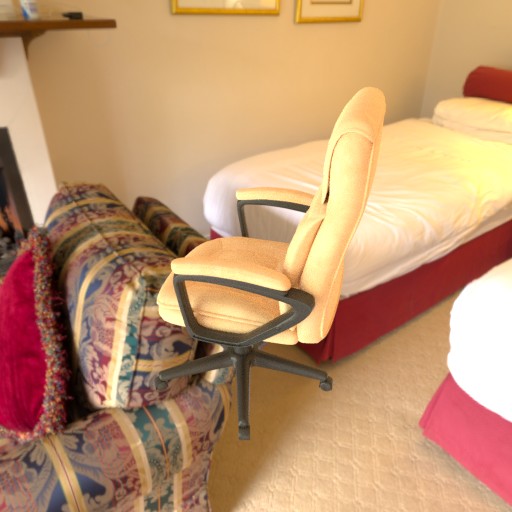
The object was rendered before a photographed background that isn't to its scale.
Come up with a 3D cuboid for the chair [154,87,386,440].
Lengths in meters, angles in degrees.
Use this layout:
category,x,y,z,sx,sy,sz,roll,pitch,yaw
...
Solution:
category,x,y,z,sx,sy,sz,roll,pitch,yaw
chair,0.000,0.000,1.536,0.724,1.105,0.667,9,31,15
